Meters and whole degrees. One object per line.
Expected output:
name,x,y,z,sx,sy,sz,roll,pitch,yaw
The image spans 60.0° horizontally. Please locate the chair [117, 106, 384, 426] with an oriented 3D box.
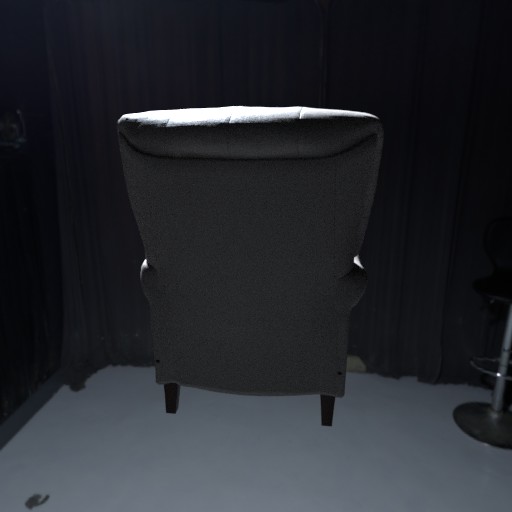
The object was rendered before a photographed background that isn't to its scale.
chair,0.000,0.000,1.946,0.942,1.209,1.025,2,16,7
